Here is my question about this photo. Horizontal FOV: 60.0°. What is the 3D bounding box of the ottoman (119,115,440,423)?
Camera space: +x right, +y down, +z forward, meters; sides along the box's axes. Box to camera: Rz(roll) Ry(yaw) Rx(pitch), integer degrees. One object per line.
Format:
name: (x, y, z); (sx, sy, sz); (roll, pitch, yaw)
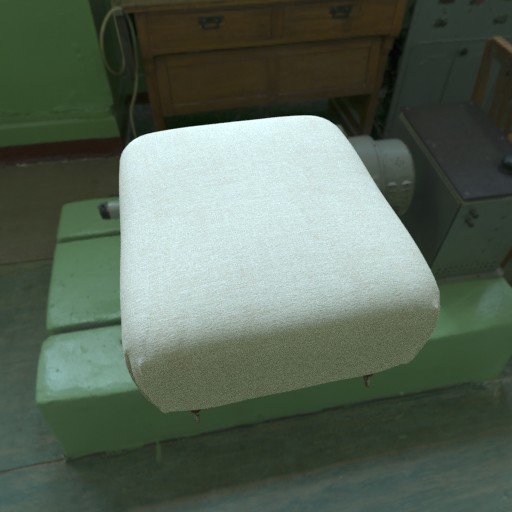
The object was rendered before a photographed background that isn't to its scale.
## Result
ottoman: (0.000, 0.000, 1.131); (0.622, 0.450, 0.747); (-9, 48, -8)
